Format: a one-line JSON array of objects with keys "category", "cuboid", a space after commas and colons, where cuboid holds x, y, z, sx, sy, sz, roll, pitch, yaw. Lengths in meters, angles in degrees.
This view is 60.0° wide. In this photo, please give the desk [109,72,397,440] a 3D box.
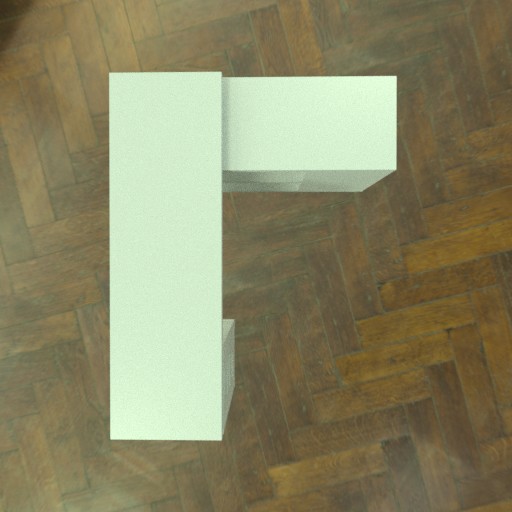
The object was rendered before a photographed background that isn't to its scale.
[{"category": "desk", "cuboid": [0.000, 0.000, 2.204, 1.200, 0.753, 1.524, 0, 91, 1]}]
